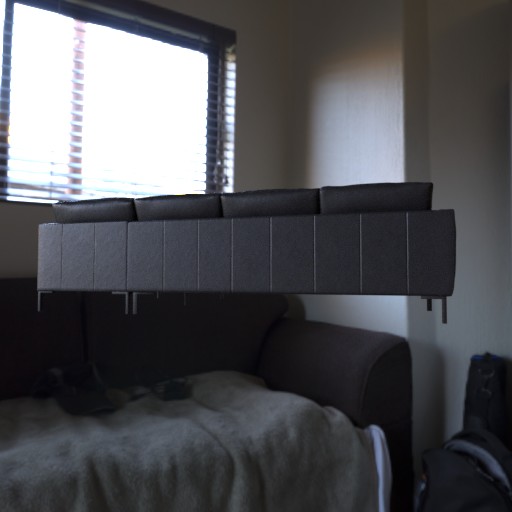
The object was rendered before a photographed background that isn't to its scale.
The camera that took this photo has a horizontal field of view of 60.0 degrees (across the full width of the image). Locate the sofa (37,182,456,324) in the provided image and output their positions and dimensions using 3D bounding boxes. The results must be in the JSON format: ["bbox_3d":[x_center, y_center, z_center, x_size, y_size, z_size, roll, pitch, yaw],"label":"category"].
[{"bbox_3d":[0.000,0.000,3.871,2.984,0.877,1.938,-1,-2,17],"label":"sofa"}]
